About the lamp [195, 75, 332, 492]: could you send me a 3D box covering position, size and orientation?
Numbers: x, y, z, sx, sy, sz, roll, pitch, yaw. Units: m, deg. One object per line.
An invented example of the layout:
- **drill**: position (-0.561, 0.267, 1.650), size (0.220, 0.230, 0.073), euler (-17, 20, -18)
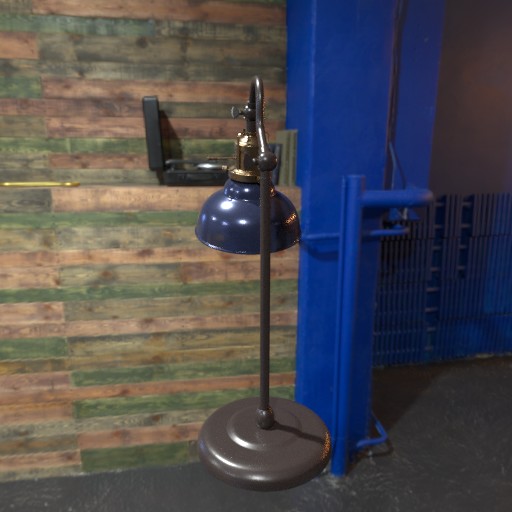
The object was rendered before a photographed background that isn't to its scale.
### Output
- **lamp**: position (0.000, 0.000, 0.668), size (0.192, 0.508, 0.374), euler (-2, 13, -7)
